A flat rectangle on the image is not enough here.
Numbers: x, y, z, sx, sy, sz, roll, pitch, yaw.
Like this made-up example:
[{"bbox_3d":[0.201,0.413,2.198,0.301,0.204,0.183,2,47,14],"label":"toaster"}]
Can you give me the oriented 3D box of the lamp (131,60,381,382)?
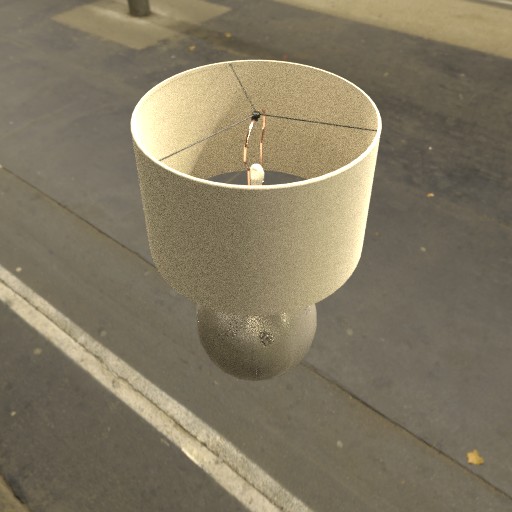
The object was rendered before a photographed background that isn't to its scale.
[{"bbox_3d":[0.000,0.000,0.740,0.330,0.521,0.330,0,47,0],"label":"lamp"}]
